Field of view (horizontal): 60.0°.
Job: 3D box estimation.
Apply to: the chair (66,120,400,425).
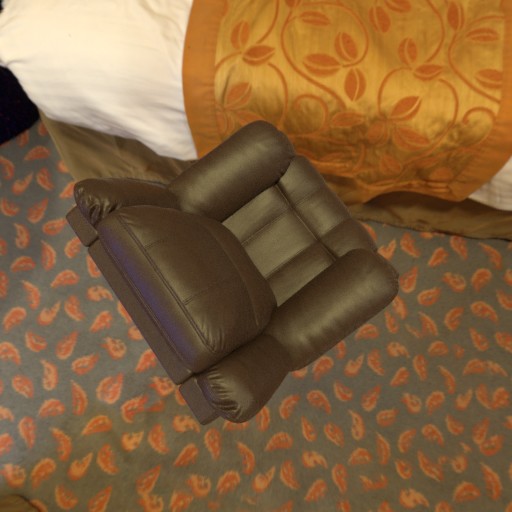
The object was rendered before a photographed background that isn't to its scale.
[{"bbox_3d":[0.000,0.000,1.736,0.934,1.009,0.899,-35,78,-8],"label":"chair"}]
